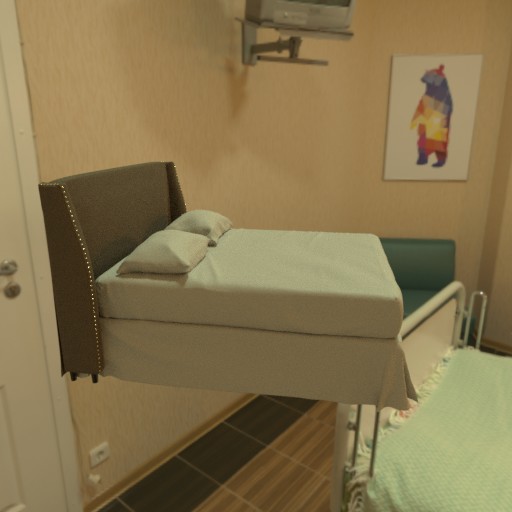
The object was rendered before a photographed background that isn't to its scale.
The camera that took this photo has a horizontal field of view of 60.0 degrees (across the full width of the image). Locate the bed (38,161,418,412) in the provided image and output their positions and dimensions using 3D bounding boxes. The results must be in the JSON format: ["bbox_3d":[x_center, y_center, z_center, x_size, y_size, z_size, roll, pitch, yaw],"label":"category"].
[{"bbox_3d":[0.000,0.000,3.456,2.276,1.332,1.925,3,16,10],"label":"bed"}]
